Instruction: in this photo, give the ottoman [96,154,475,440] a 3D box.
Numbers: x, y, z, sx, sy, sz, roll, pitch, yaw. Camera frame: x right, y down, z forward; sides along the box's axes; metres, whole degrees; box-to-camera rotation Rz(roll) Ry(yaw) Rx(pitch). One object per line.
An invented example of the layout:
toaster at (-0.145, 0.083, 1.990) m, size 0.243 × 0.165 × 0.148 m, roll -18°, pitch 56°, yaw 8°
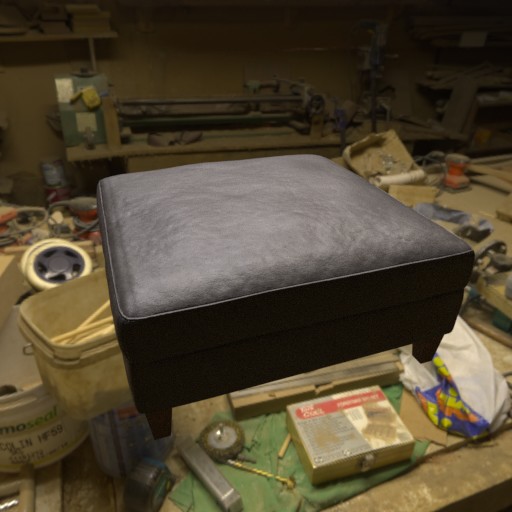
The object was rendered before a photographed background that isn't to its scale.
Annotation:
ottoman at (0.000, 0.000, 1.314) m, size 0.844 × 0.415 × 0.836 m, roll -10°, pitch 31°, yaw -17°
